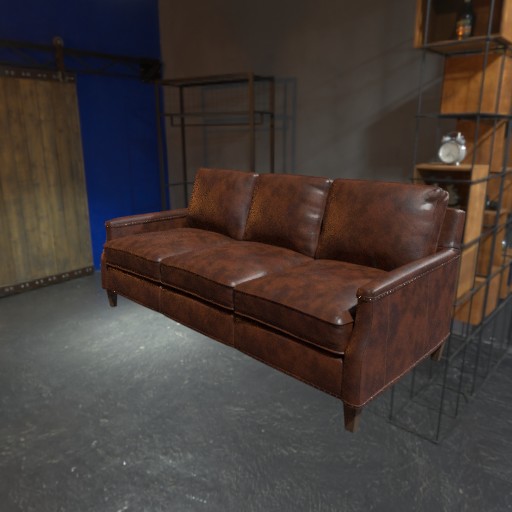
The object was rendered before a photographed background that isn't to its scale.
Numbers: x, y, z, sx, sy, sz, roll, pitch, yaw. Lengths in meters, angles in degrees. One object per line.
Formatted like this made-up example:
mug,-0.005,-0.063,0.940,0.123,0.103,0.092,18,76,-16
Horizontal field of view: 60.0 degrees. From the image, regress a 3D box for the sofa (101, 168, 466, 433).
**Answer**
sofa,0.000,0.000,2.858,2.240,1.003,1.084,14,21,42
